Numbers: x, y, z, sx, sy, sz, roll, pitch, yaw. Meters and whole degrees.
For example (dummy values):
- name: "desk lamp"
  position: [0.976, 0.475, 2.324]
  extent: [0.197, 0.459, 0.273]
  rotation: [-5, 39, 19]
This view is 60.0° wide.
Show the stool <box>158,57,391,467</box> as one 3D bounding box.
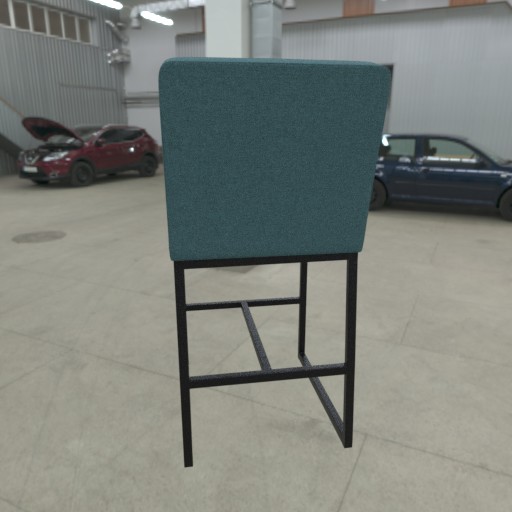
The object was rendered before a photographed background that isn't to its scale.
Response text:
- name: "stool"
  position: [0.000, 0.000, 1.220]
  extent: [0.460, 0.940, 0.560]
  rotation: [-3, 17, -9]
